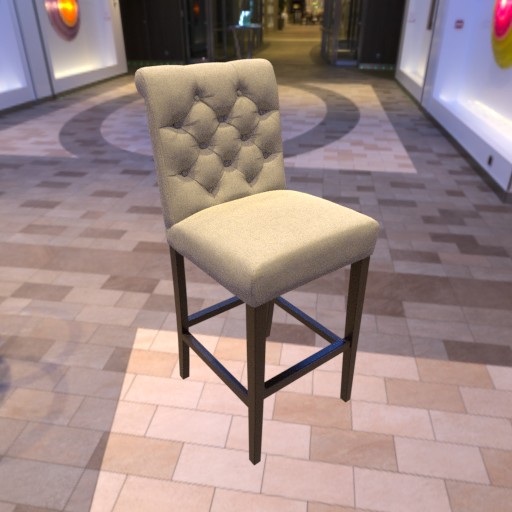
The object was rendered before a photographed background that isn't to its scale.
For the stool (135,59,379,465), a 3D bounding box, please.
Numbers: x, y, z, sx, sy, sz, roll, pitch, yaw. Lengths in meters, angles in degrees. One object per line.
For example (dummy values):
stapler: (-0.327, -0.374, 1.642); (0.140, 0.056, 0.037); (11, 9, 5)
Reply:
stool: (0.000, 0.000, 1.463); (0.493, 1.140, 0.601); (-20, 35, -32)
